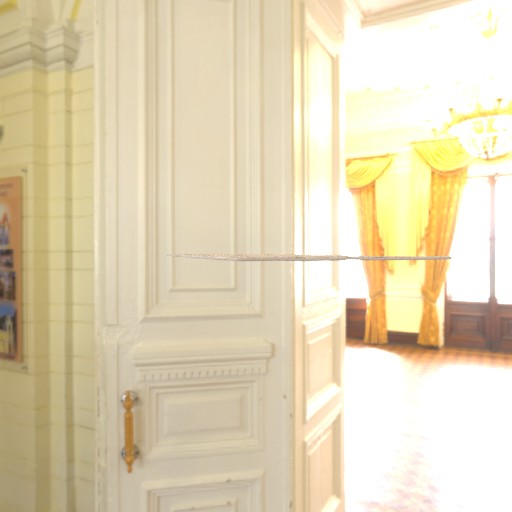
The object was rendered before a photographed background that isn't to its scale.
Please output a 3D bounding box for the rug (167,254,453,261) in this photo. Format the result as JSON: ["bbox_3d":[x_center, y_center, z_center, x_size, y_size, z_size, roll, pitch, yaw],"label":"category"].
[{"bbox_3d":[0.000,0.000,2.701,0.857,0.018,2.383,0,0,-17],"label":"rug"}]
